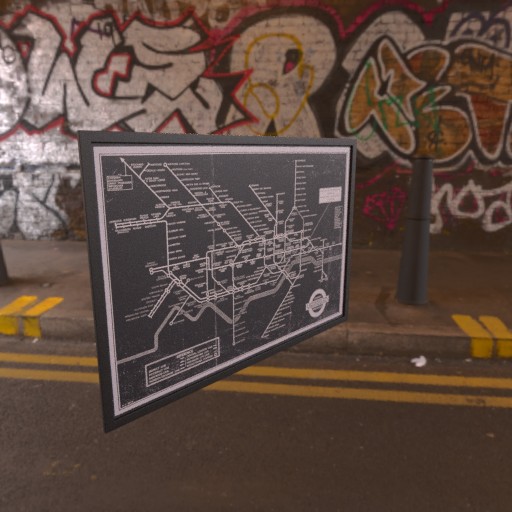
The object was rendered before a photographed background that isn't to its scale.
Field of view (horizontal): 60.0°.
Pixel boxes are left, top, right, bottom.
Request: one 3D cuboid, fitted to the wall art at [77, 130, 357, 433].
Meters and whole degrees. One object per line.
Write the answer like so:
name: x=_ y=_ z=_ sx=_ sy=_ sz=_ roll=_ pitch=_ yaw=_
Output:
wall art: x=0.000 y=0.000 z=1.548 sx=0.013 sy=0.811 sz=1.192 roll=13 pitch=19 yaw=43
